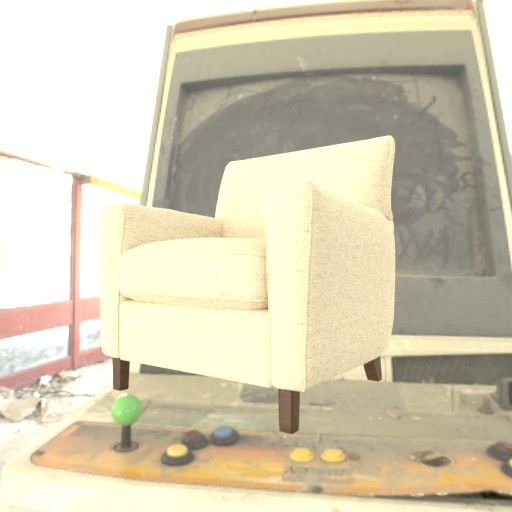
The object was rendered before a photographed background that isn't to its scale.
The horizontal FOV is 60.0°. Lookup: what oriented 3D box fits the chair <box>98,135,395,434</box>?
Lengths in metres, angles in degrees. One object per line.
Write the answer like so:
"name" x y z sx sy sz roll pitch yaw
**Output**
"chair" 0.000 0.000 1.650 0.870 0.943 0.823 -1 -1 35
